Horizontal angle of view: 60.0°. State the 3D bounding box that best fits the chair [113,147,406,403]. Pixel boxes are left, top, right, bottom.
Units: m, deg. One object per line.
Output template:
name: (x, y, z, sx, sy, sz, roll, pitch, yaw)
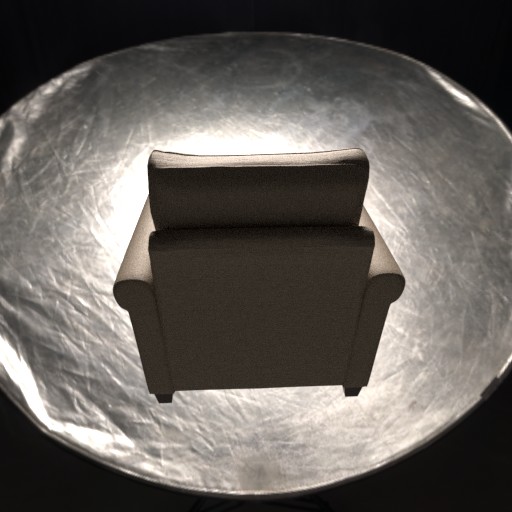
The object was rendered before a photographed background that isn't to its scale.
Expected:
chair: (0.000, 0.000, 2.361, 1.275, 1.349, 1.180, -1, 30, -2)
